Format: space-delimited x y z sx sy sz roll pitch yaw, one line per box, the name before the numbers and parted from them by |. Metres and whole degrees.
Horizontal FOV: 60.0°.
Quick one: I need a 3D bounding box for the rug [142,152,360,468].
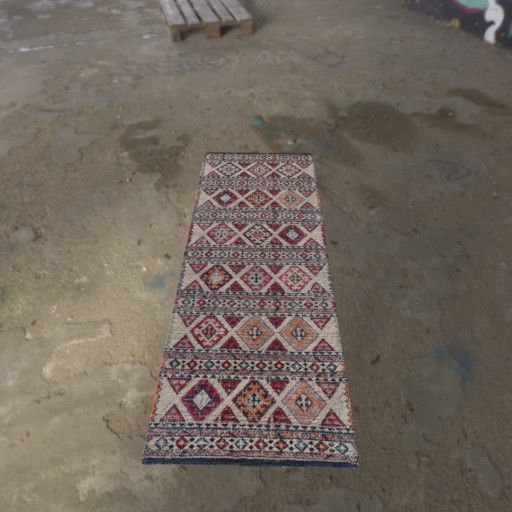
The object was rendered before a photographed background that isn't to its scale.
rug | 0.000 0.000 2.544 0.832 0.008 2.362 1 42 1
